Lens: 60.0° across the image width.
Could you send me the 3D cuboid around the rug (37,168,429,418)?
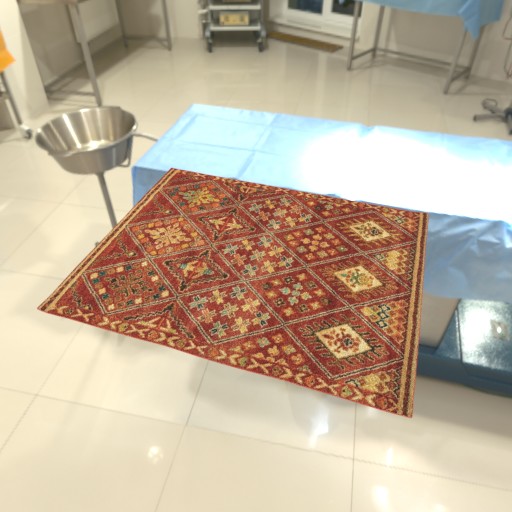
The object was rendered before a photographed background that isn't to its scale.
[{"bbox_3d":[0.000,0.000,4.252,3.086,0.030,2.489,13,43,14],"label":"rug"}]
